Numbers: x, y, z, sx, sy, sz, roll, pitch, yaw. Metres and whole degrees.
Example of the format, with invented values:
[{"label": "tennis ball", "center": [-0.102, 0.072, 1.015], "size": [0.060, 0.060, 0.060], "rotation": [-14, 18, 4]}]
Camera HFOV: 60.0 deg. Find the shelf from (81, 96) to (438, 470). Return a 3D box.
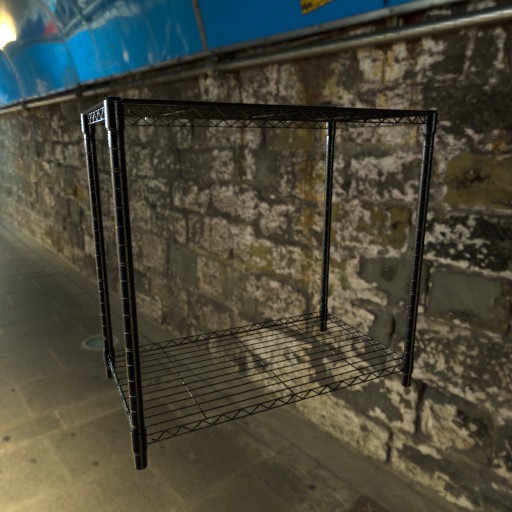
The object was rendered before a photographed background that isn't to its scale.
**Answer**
[{"label": "shelf", "center": [0.000, 0.000, 0.902], "size": [0.589, 0.564, 0.338], "rotation": [-7, 16, -25]}]
